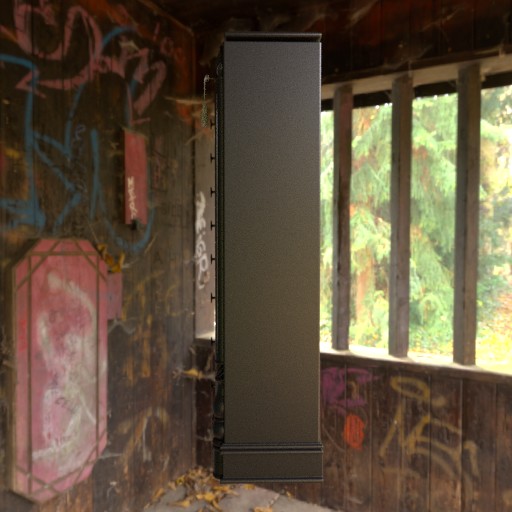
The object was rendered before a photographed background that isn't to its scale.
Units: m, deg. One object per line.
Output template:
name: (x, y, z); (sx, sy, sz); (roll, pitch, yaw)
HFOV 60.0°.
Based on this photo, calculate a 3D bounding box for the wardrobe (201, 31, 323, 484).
wardrobe: (0.000, 0.000, 1.203); (0.295, 1.011, 0.444); (0, 2, -1)
